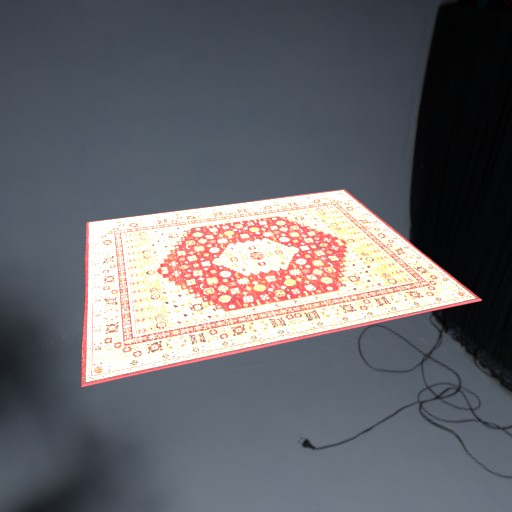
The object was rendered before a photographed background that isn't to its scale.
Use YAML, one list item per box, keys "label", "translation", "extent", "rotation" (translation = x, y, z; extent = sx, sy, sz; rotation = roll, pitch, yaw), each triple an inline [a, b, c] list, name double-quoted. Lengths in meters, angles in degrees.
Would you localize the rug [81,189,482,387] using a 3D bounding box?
- label: "rug"
  translation: [0.000, 0.000, 4.142]
  extent: [3.053, 0.013, 2.387]
  rotation: [-9, 32, -15]
